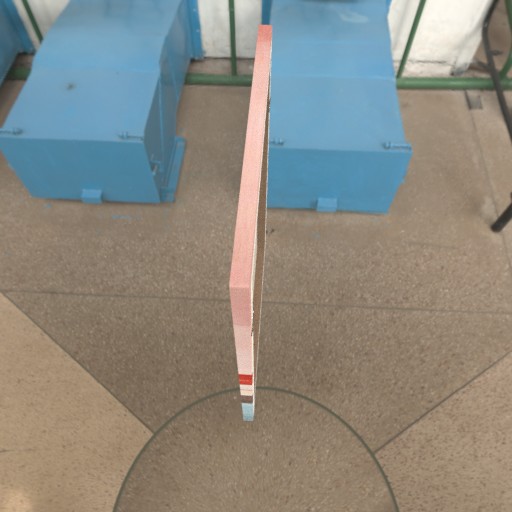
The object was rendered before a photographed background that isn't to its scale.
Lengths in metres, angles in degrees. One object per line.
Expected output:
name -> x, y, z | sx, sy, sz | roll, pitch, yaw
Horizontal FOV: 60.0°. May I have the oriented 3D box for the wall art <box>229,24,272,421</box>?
wall art -> 0.000, 0.000, 1.363 | 0.039, 1.016, 0.761 | 3, 58, 2
